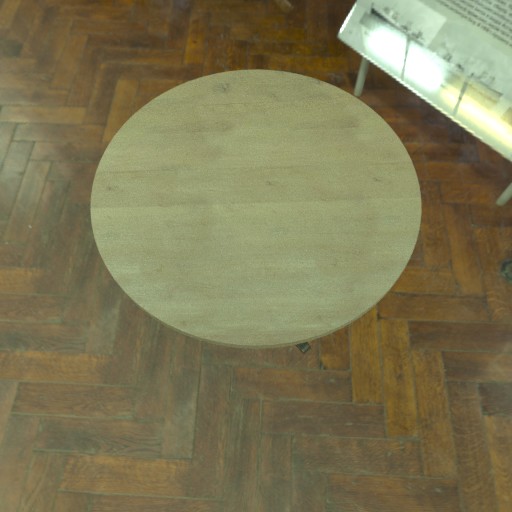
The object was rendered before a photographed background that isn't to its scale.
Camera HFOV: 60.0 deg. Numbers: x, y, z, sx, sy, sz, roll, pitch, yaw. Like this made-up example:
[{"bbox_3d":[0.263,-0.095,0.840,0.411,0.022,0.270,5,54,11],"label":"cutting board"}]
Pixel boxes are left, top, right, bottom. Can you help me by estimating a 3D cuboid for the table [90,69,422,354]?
[{"bbox_3d":[0.000,0.000,1.433,0.800,0.780,0.800,0,63,0],"label":"table"}]
